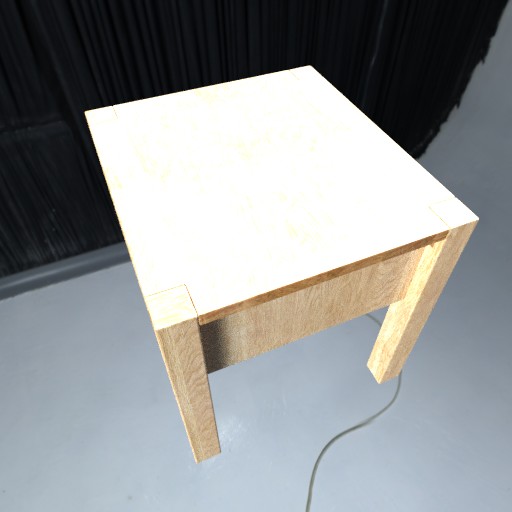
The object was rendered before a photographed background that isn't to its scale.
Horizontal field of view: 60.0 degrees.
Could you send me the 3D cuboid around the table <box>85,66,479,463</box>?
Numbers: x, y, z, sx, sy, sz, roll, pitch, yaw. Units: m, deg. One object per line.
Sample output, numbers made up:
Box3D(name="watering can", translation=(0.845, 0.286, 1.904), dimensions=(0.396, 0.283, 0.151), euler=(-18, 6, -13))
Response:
Box3D(name="table", translation=(0.000, 0.000, 0.843), dimensions=(0.440, 0.450, 0.480), euler=(-18, 51, -15))
